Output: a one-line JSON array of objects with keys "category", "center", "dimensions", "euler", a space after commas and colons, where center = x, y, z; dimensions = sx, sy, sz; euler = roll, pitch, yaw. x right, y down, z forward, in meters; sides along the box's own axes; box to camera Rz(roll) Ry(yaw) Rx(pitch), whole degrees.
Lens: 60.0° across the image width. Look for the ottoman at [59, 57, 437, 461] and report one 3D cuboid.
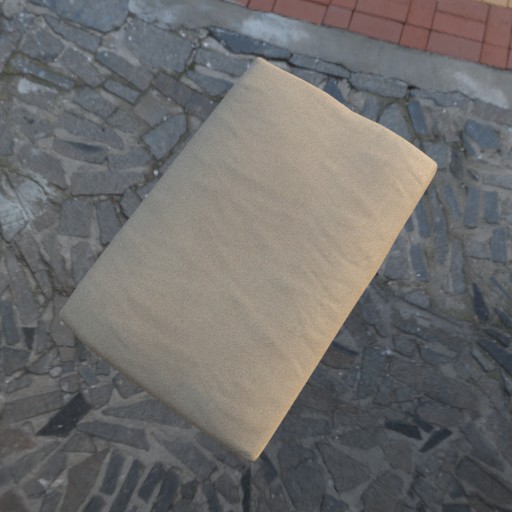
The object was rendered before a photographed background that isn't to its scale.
[{"category": "ottoman", "center": [0.000, 0.000, 1.220], "dimensions": [0.590, 0.444, 0.872], "euler": [33, 78, 8]}]
